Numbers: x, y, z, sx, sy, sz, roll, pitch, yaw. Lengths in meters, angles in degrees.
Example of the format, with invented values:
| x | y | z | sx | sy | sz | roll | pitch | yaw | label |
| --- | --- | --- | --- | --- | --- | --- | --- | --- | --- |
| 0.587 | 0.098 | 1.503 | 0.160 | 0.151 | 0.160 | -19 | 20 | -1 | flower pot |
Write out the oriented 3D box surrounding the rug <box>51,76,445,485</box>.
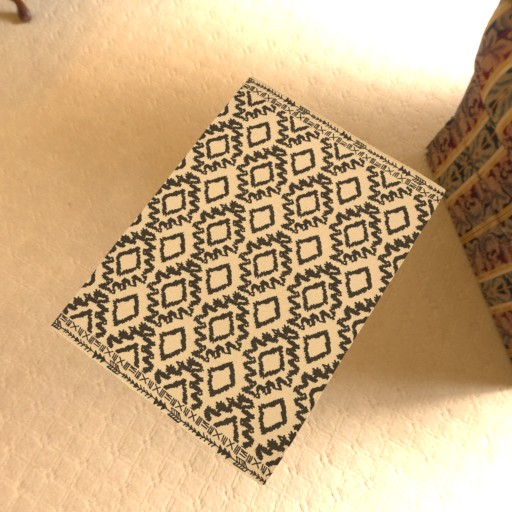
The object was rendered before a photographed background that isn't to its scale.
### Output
| x | y | z | sx | sy | sz | roll | pitch | yaw | label |
| --- | --- | --- | --- | --- | --- | --- | --- | --- | --- |
| 0.000 | 0.000 | 4.348 | 2.444 | 0.036 | 3.369 | 33 | 77 | 8 | rug |
